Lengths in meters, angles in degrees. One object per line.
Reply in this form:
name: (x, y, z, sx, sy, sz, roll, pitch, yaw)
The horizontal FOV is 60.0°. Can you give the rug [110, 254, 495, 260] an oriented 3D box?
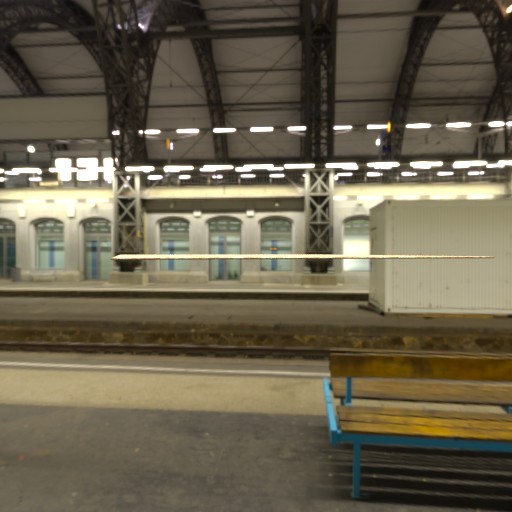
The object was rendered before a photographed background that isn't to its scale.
rug: (0.000, 0.000, 4.079, 2.441, 0.011, 3.050, 0, 1, -16)
